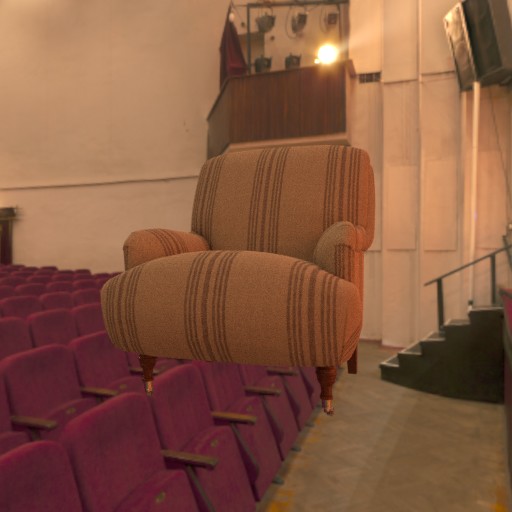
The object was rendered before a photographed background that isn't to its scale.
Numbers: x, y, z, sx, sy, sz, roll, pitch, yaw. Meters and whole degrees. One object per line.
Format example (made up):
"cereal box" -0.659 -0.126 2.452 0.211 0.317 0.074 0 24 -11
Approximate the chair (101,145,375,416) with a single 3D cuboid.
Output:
"chair" 0.000 0.000 1.630 0.813 0.940 0.914 0 0 19
